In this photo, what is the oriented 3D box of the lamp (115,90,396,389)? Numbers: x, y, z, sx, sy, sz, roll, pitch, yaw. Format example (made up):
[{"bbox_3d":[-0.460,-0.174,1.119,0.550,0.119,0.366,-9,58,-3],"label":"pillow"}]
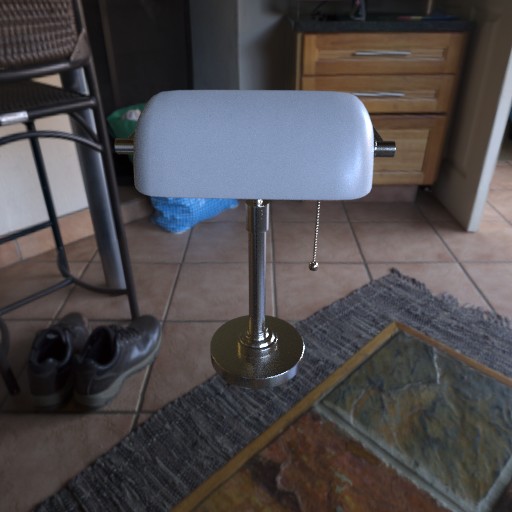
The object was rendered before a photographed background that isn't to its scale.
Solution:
[{"bbox_3d":[0.000,0.000,0.550,0.269,0.404,0.227,1,31,2],"label":"lamp"}]
